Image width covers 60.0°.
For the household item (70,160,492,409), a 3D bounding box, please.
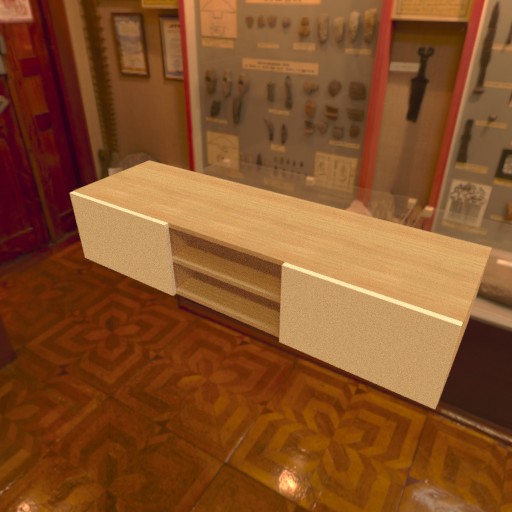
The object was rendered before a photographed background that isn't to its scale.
[{"bbox_3d":[0.000,0.000,1.573,1.400,0.310,0.420,19,36,28],"label":"household item"}]
